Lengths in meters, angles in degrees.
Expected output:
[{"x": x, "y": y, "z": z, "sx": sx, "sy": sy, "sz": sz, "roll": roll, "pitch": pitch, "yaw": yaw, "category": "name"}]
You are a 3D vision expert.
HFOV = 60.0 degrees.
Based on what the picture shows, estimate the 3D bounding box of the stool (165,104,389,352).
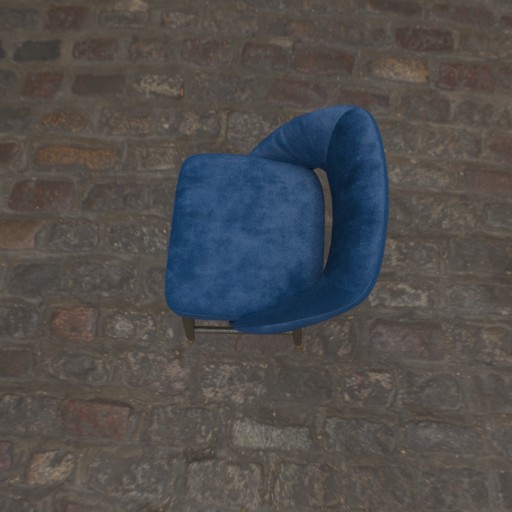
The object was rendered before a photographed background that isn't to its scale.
[{"x": 0.000, "y": 0.000, "z": 1.323, "sx": 0.515, "sy": 1.016, "sz": 0.514, "roll": 4, "pitch": 74, "yaw": 1, "category": "stool"}]
